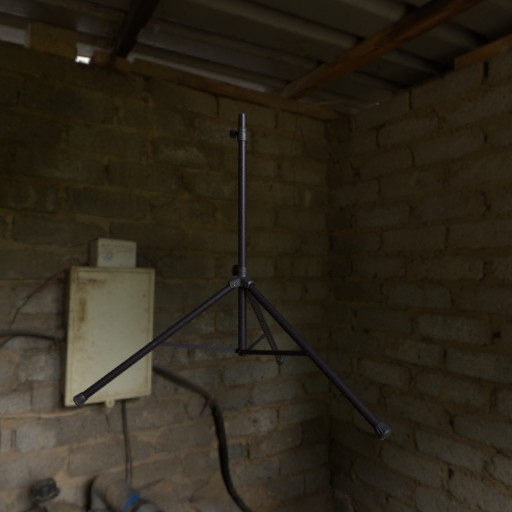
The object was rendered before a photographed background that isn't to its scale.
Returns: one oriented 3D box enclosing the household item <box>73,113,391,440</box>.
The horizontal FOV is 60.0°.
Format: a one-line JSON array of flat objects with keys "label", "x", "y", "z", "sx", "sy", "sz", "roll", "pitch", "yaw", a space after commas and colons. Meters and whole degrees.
[{"label": "household item", "x": 0.000, "y": 0.000, "z": 2.708, "sx": 1.596, "sy": 1.595, "sz": 1.339, "roll": -1, "pitch": -2, "yaw": 18}]
